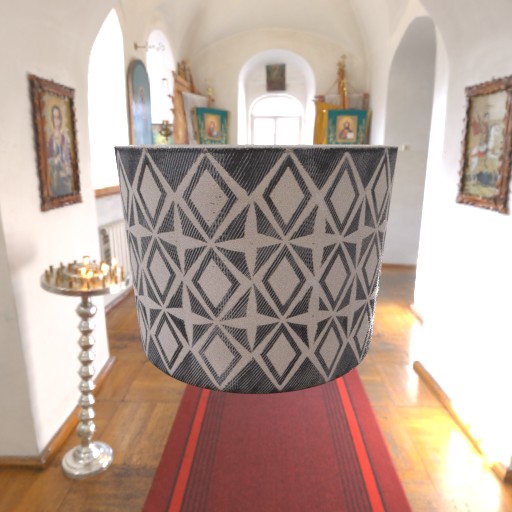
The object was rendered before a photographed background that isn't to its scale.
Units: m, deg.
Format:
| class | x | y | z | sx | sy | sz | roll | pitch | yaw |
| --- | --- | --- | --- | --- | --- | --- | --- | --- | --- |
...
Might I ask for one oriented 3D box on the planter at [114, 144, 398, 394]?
| class | x | y | z | sx | sy | sz | roll | pitch | yaw |
| --- | --- | --- | --- | --- | --- | --- | --- | --- | --- |
| planter | 0.000 | 0.000 | 0.452 | 0.260 | 0.220 | 0.260 | 0 | 14 | 0 |
